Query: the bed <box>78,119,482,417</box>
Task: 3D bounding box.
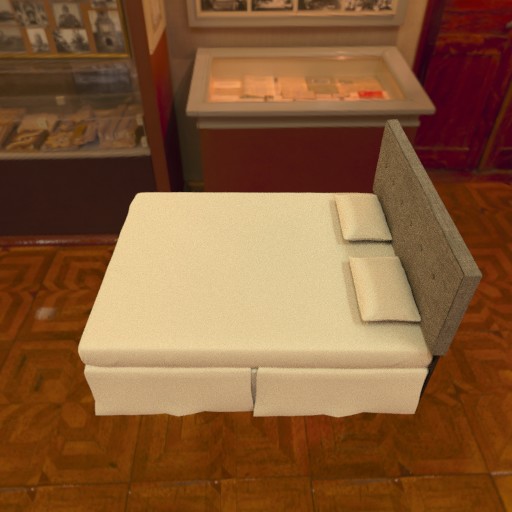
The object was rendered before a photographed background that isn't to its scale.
[{"bbox_3d":[0.000,0.000,2.885,1.958,1.168,1.621,0,41,0],"label":"bed"}]
